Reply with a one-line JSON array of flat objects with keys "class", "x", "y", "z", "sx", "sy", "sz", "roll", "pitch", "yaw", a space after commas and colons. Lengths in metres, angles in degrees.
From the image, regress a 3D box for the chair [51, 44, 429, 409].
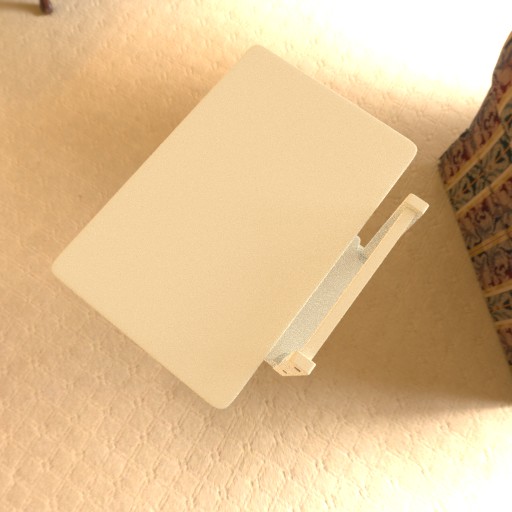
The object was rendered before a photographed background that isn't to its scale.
[{"class": "chair", "x": 0.000, "y": 0.000, "z": 1.056, "sx": 0.461, "sy": 0.673, "sz": 0.599, "roll": 37, "pitch": 78, "yaw": 9}]
